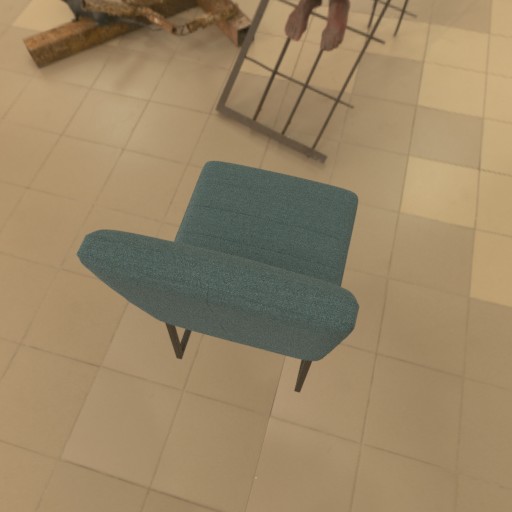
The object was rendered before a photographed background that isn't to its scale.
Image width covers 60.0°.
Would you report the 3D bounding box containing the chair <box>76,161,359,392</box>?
[{"bbox_3d":[0.000,0.000,1.290,0.520,0.930,0.634,14,64,7],"label":"chair"}]
